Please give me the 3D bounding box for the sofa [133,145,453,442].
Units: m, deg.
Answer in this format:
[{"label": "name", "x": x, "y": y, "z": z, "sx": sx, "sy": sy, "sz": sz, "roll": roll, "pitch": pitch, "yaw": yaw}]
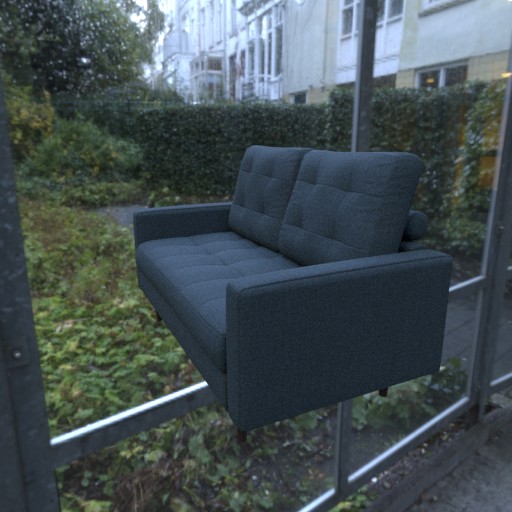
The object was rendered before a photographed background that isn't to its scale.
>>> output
[{"label": "sofa", "x": 0.000, "y": 0.000, "z": 1.931, "sx": 0.842, "sy": 0.907, "sz": 1.407, "roll": -7, "pitch": 17, "yaw": -25}]
